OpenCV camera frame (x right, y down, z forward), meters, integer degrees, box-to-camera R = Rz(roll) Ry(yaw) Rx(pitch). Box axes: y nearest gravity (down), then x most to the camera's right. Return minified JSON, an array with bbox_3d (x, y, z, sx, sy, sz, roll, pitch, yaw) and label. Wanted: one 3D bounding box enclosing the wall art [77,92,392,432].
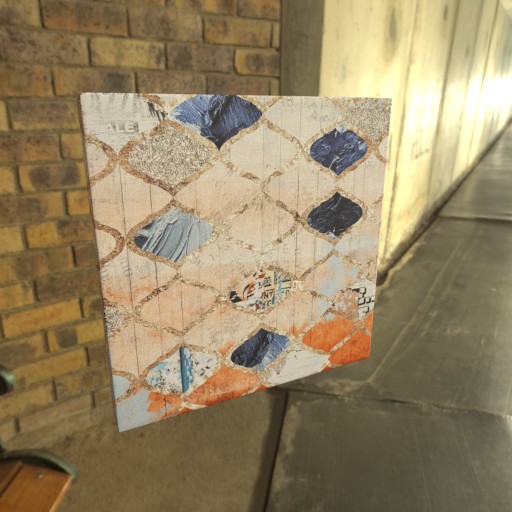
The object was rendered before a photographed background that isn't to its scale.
[{"bbox_3d":[0.000,0.000,0.747,0.507,0.508,0.038,-9,20,-25],"label":"wall art"}]
